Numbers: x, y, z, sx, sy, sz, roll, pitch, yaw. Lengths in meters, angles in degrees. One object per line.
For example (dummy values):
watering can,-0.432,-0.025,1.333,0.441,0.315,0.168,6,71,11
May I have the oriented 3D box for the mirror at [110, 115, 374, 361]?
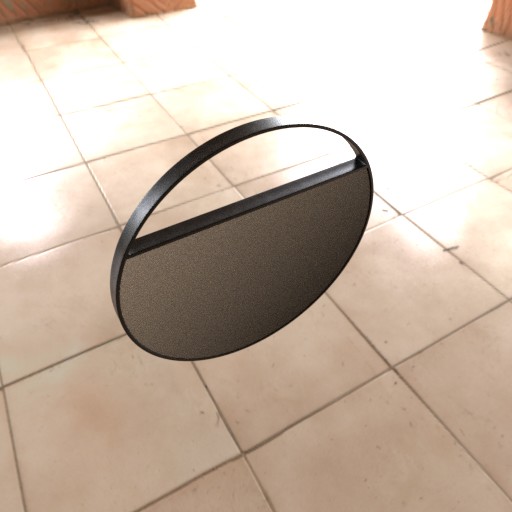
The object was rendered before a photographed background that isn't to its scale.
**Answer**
mirror,0.000,0.000,0.876,0.565,0.565,0.032,-23,50,-21
